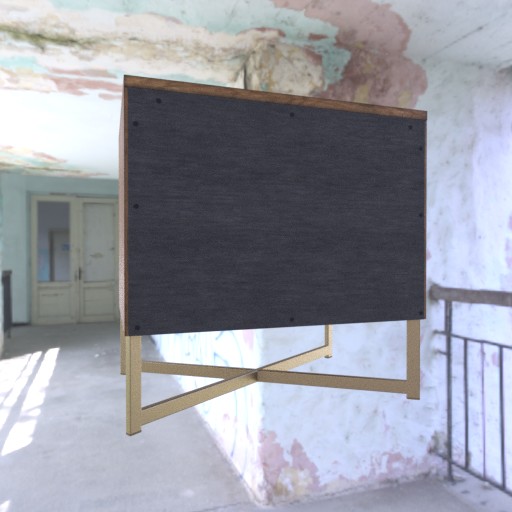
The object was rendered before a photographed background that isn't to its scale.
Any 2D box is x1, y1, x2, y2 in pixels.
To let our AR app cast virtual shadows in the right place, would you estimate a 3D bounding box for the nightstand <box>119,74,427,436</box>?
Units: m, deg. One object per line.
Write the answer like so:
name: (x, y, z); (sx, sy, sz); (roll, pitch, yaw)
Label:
nightstand: (0.000, 0.000, 1.045); (0.610, 0.610, 0.446); (0, 1, -18)
